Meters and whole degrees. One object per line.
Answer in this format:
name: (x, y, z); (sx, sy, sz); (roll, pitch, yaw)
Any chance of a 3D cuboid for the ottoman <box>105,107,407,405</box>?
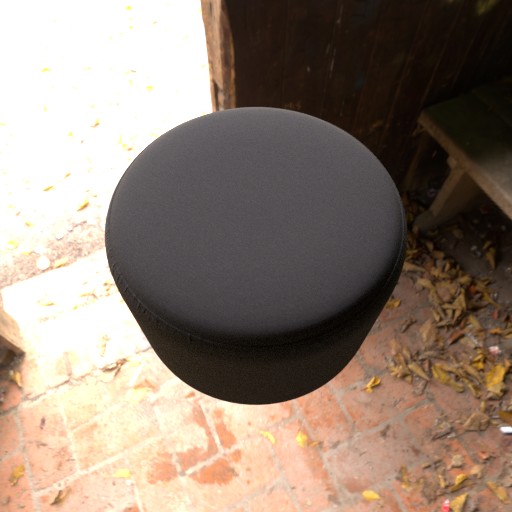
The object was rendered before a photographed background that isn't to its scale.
ottoman: (0.000, 0.000, 1.034); (0.608, 0.433, 0.608); (0, 59, 0)
